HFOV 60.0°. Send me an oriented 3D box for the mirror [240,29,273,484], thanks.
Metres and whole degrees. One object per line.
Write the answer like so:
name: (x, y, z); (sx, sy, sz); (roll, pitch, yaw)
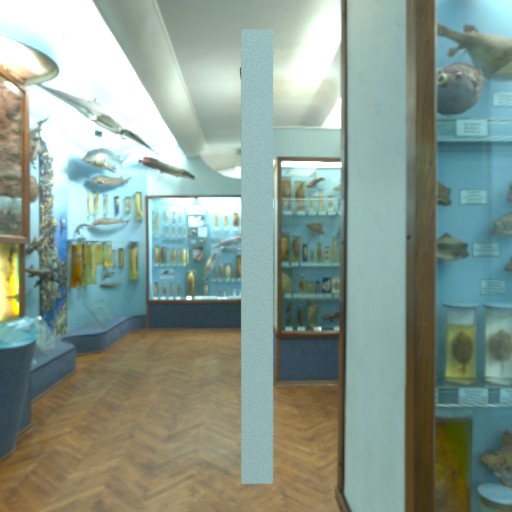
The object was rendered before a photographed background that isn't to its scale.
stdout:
mirror: (0.000, 0.000, 0.699); (0.041, 0.509, 0.406); (0, 1, 0)
